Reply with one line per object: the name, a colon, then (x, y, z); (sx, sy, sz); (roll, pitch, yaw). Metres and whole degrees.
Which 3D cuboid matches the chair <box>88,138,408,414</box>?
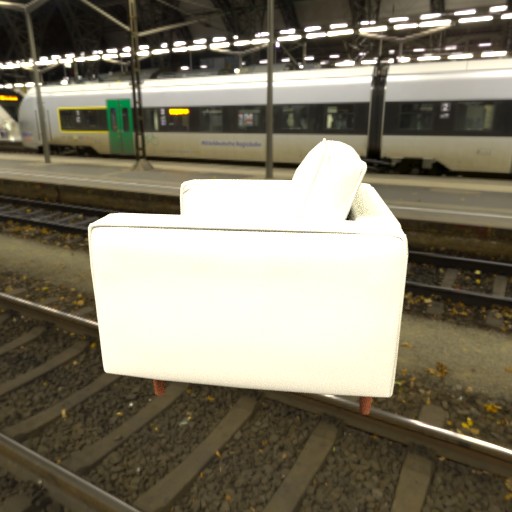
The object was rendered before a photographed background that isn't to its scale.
chair: (0.000, 0.000, 1.529); (0.843, 0.773, 0.928); (2, 17, 8)
